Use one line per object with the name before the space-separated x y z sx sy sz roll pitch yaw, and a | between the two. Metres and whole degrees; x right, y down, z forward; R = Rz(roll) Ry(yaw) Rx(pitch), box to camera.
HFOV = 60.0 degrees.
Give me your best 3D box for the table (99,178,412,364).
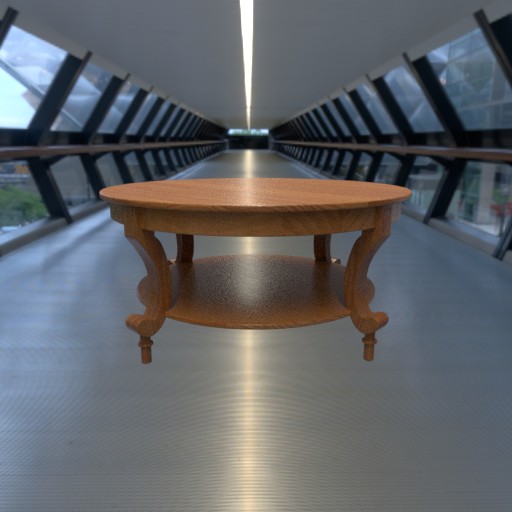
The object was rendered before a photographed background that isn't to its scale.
table | 0.000 0.000 1.591 1.029 0.490 1.029 0 13 0
